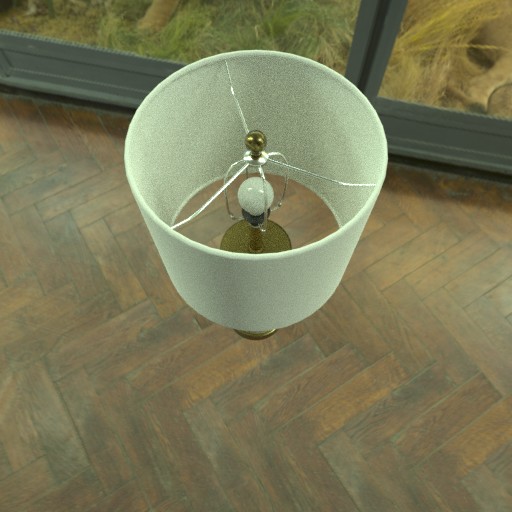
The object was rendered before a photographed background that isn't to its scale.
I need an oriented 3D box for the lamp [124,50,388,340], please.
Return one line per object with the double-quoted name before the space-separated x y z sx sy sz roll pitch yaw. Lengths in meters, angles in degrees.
"lamp" 0.000 0.000 0.790 0.305 0.634 0.305 -16 65 -8
